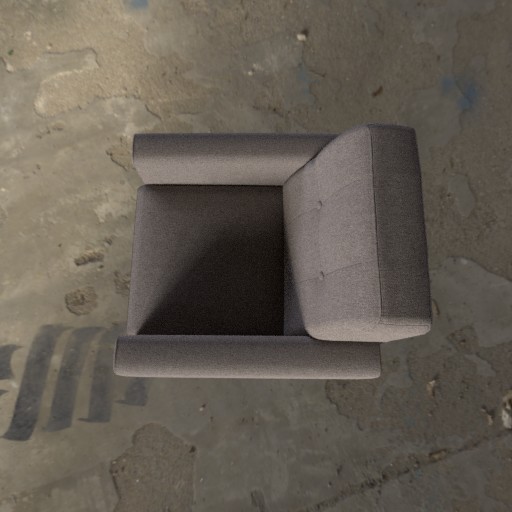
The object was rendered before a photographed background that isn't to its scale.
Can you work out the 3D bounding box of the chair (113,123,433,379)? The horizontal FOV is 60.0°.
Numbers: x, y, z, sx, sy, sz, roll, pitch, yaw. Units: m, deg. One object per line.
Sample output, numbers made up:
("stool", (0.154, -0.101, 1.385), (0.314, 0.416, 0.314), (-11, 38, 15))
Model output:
("chair", (0.000, 0.000, 1.561), (0.907, 0.839, 0.831), (1, 76, 0))
